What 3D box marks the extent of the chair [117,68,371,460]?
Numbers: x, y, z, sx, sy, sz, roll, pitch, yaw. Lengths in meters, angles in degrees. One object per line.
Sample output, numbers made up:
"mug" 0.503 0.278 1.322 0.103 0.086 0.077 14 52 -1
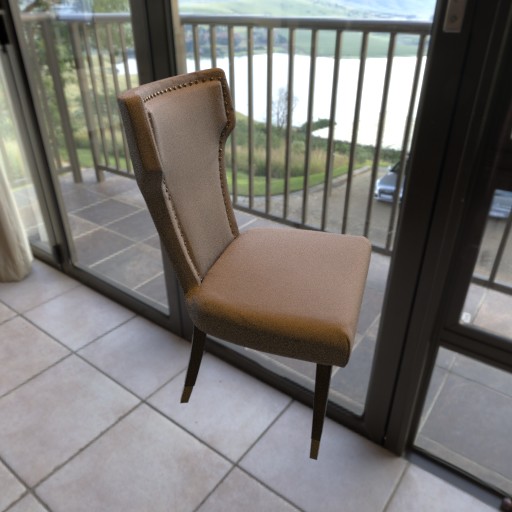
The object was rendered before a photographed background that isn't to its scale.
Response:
"chair" 0.000 0.000 1.289 0.630 0.950 0.526 9 31 16
